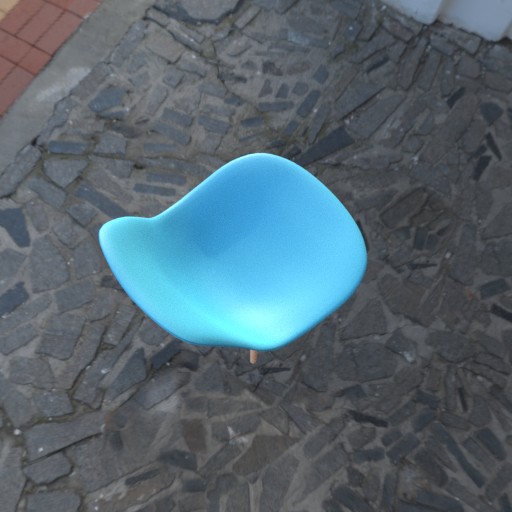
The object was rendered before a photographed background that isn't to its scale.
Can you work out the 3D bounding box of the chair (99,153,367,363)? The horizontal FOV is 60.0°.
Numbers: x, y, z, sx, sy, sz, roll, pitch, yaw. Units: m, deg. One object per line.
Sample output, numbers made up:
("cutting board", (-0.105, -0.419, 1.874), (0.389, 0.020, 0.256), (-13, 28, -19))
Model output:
("chair", (0.000, 0.000, 1.136), (0.531, 0.826, 0.470), (-39, 78, -10))
